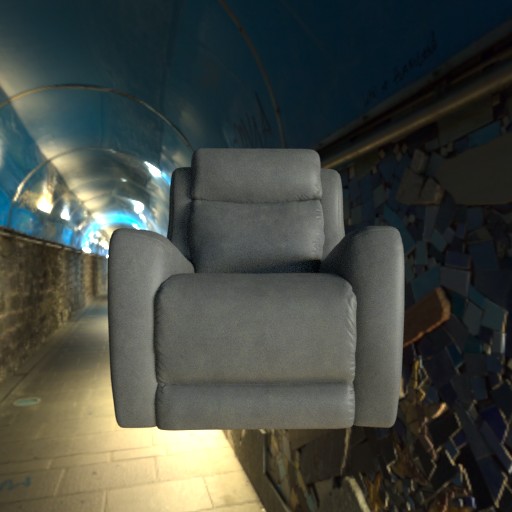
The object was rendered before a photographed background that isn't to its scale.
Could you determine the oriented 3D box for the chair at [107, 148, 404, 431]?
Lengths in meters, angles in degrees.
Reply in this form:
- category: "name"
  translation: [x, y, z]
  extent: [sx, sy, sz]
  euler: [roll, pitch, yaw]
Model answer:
- category: "chair"
  translation: [0.000, 0.000, 1.893]
  extent: [0.965, 1.116, 1.068]
  euler: [0, -1, 0]
